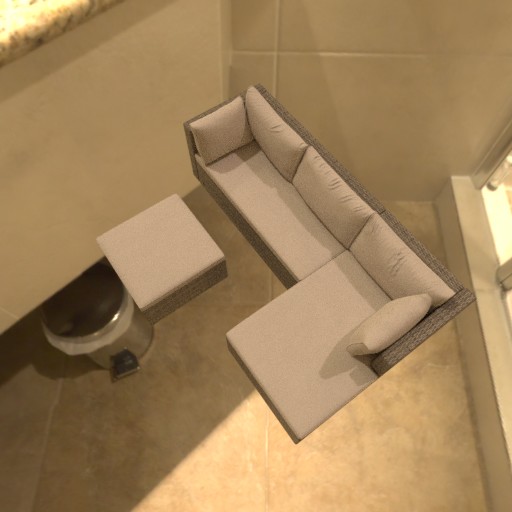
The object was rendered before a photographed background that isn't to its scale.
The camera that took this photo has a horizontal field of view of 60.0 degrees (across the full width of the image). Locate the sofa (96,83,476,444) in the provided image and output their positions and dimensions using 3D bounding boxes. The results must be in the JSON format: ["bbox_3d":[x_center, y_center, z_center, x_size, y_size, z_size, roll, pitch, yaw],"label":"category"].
[{"bbox_3d":[0.000,0.000,3.025,1.662,0.766,2.192,-33,68,-15],"label":"sofa"}]
